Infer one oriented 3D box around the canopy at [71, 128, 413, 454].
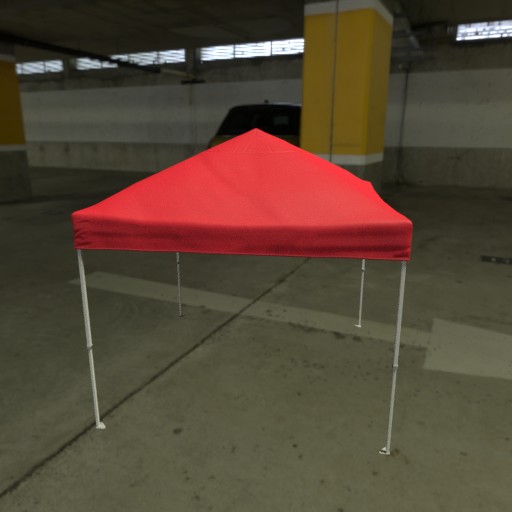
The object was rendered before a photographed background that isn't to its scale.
[{"bbox_3d":[0.000,0.000,5.418,2.996,2.997,2.998,2,16,7],"label":"canopy"}]
